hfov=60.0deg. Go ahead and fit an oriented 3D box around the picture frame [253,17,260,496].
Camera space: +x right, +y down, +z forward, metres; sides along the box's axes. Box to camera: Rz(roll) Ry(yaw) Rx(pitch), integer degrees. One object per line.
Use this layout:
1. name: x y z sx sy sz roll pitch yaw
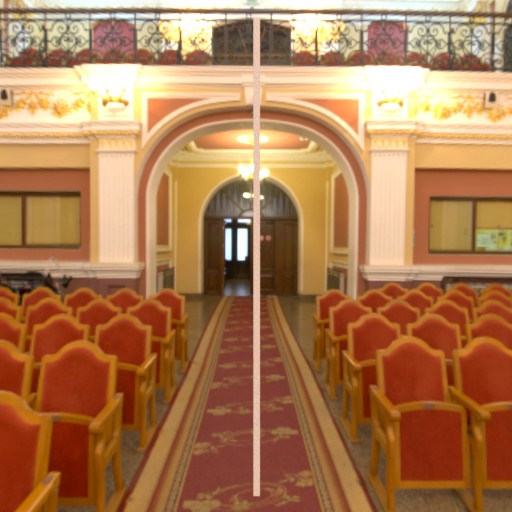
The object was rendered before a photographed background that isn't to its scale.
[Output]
1. picture frame: 0.000 0.000 1.199 0.013 0.940 0.659 0 1 0
